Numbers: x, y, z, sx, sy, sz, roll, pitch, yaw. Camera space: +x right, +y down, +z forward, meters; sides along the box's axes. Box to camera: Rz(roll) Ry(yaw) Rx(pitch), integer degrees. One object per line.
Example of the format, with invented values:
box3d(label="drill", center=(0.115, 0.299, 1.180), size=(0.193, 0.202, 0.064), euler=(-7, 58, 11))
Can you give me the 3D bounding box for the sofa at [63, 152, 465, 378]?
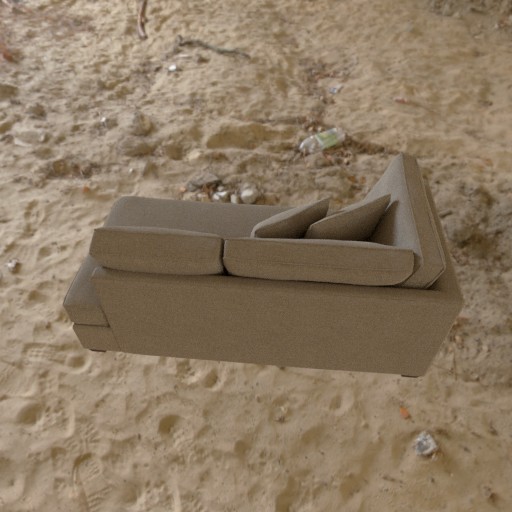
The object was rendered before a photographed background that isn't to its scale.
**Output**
box3d(label="sofa", center=(0.000, 0.000, 2.905), size=(2.238, 1.019, 1.110), euler=(4, 46, 4))
